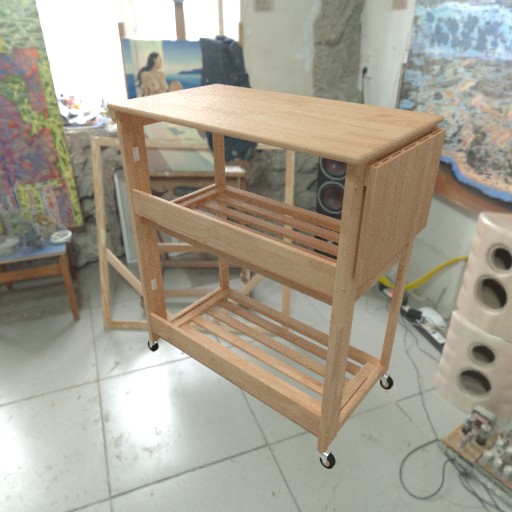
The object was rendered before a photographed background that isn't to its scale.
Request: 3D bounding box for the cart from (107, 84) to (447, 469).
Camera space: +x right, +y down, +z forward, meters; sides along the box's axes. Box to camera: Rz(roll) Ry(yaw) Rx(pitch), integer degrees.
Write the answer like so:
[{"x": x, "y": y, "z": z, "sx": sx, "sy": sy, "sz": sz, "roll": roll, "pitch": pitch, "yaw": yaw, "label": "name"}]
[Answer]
[{"x": 0.000, "y": 0.000, "z": 1.355, "sx": 0.853, "sy": 0.879, "sz": 0.432, "roll": 22, "pitch": 37, "yaw": 33, "label": "cart"}]
